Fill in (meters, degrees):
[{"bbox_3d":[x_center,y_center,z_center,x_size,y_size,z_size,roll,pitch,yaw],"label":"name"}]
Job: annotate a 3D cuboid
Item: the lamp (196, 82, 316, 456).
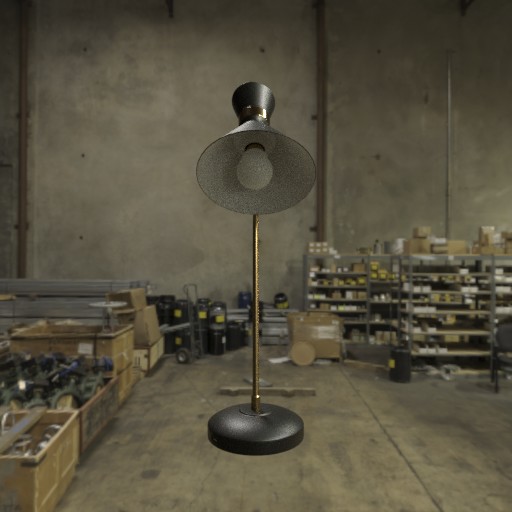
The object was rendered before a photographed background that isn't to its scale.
[{"bbox_3d":[0.000,0.000,0.770,0.189,0.647,0.292,0,0,0],"label":"lamp"}]
